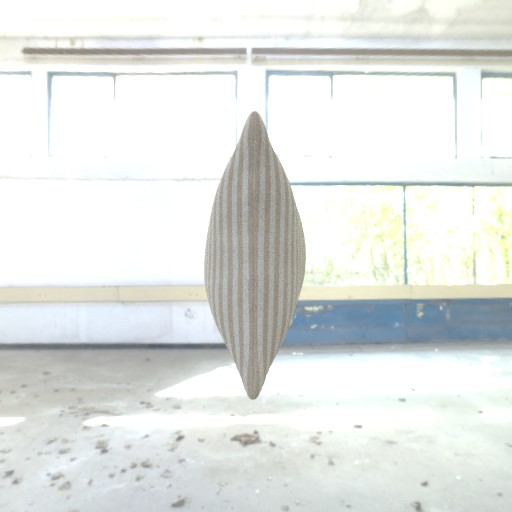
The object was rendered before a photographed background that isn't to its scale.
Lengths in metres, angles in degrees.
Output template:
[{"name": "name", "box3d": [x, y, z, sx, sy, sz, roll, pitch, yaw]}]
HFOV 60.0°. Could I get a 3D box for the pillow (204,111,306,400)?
[{"name": "pillow", "box3d": [0.000, 0.000, 0.752, 0.151, 0.295, 0.617, 0, 0, 0]}]
